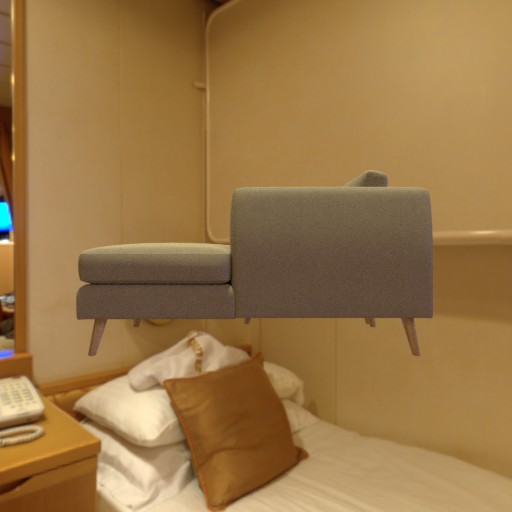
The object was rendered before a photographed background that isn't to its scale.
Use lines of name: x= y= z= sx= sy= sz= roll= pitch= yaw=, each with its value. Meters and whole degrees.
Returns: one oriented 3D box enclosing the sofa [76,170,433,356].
sofa: x=0.000 y=0.000 z=3.068 sx=1.580 sy=0.860 sz=2.300 roll=0 pitch=1 yaw=0
